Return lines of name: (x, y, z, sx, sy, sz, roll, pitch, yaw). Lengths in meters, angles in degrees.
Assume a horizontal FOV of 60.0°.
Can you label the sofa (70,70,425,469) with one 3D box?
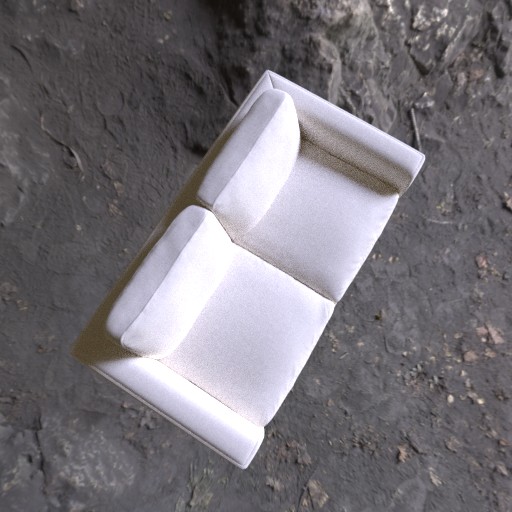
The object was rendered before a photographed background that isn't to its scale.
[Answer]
sofa: (0.000, 0.000, 2.463, 1.069, 0.801, 1.920, 31, 79, 7)
